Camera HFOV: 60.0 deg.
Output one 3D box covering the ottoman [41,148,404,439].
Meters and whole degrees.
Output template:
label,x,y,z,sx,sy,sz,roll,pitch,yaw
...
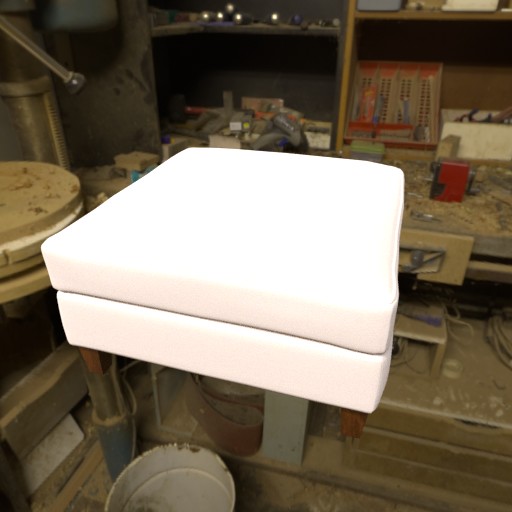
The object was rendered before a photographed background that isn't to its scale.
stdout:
label,x,y,z,sx,sy,sz,roll,pitch,yaw
ottoman,0.000,0.000,1.367,0.838,0.479,0.838,9,31,15
